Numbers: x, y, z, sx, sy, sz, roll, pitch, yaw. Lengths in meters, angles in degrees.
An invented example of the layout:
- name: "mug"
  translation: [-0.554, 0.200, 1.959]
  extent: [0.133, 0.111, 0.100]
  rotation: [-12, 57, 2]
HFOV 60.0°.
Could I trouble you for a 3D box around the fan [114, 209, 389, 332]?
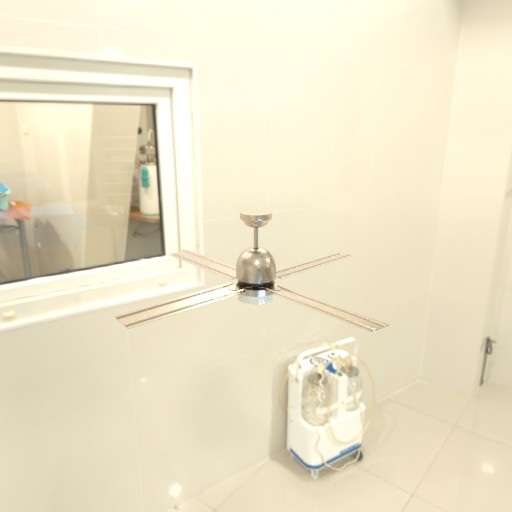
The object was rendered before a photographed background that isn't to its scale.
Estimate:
- name: "fan"
  translation: [0.000, 0.000, 2.033]
  extent: [1.346, 0.406, 1.346]
  rotation: [-15, 22, -41]
